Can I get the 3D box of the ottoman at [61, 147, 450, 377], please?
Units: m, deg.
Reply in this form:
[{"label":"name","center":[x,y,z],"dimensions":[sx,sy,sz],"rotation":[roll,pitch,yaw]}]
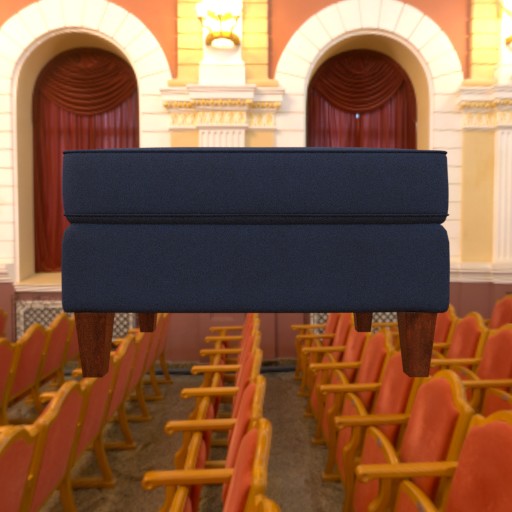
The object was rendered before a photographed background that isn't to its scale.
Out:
[{"label":"ottoman","center":[0.000,0.000,1.388],"dimensions":[0.965,0.584,0.686],"rotation":[0,2,0]}]
